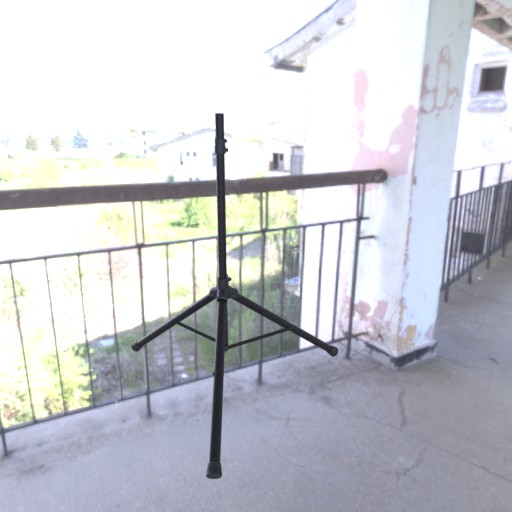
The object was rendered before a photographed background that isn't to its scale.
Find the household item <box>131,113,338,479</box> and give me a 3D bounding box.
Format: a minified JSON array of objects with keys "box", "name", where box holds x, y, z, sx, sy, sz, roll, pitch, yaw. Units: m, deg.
[{"box":[0.000,0.000,1.863,0.907,1.136,1.045,-8,17,-26],"name":"household item"}]
